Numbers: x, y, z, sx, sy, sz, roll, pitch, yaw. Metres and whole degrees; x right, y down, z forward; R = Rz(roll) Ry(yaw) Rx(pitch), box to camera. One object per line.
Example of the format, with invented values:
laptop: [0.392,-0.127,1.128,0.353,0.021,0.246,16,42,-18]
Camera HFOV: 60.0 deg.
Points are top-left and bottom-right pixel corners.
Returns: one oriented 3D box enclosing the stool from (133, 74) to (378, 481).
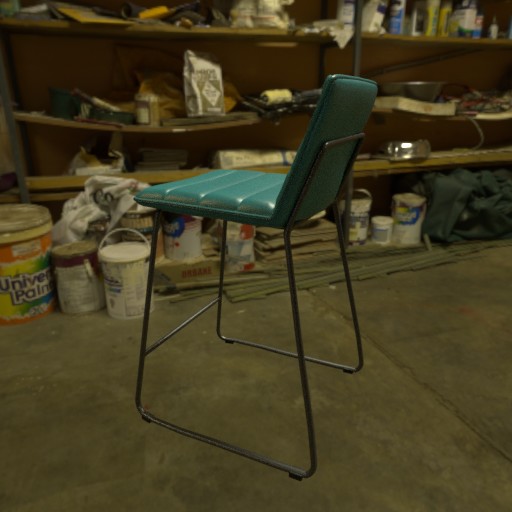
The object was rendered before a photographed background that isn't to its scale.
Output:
stool: [0.000,0.000,1.169,0.524,0.866,0.489,9,21,24]
